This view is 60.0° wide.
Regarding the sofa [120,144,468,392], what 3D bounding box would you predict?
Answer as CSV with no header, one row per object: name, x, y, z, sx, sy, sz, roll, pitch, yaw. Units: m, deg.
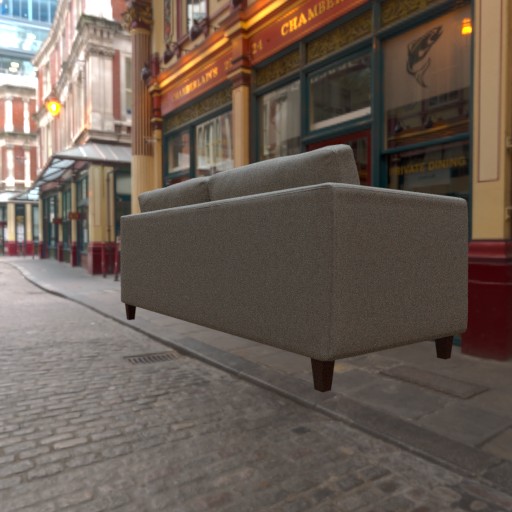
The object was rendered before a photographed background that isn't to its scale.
sofa,0.000,0.000,2.701,0.956,0.963,2.208,-1,1,-36
